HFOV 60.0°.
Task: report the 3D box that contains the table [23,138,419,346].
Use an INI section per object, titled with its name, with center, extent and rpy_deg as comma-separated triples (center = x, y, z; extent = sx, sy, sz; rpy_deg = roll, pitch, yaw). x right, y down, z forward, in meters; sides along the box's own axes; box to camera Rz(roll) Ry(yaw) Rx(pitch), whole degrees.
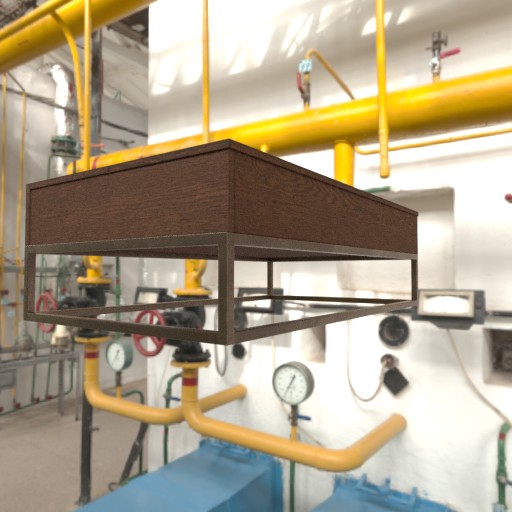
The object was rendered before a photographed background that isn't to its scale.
[table]
center = 0.000, 0.000, 1.451
extent = 0.719, 0.361, 1.167
rpy_deg = -2, -3, 36
